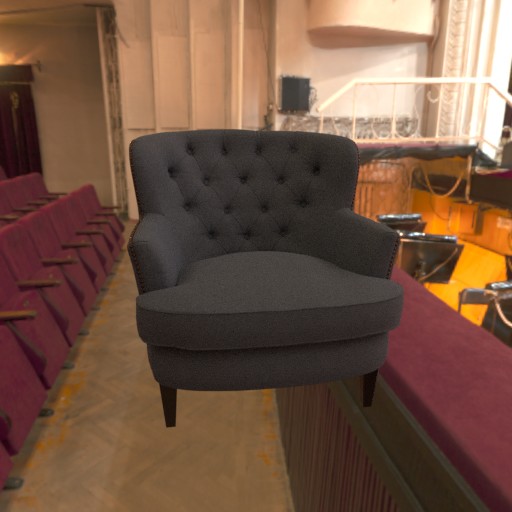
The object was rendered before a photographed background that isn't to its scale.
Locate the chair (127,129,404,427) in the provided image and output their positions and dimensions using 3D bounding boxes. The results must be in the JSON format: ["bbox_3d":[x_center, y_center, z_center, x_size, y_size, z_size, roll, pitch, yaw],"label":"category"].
[{"bbox_3d":[0.000,0.000,1.554,0.848,0.868,0.906,-3,15,-9],"label":"chair"}]
